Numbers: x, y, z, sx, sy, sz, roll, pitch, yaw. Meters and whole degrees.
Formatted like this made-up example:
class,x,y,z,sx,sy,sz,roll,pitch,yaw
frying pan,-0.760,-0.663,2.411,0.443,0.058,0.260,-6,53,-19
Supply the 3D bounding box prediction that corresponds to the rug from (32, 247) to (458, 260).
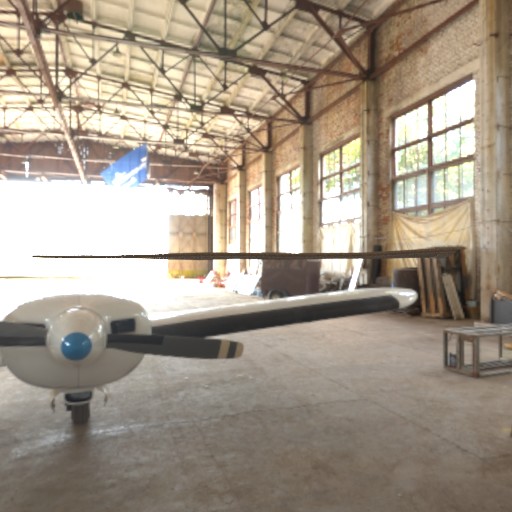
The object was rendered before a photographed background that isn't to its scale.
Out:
class,x,y,z,sx,sy,sz,roll,pitch,yaw
rug,0.000,0.000,3.104,2.430,0.053,1.553,0,-1,19
